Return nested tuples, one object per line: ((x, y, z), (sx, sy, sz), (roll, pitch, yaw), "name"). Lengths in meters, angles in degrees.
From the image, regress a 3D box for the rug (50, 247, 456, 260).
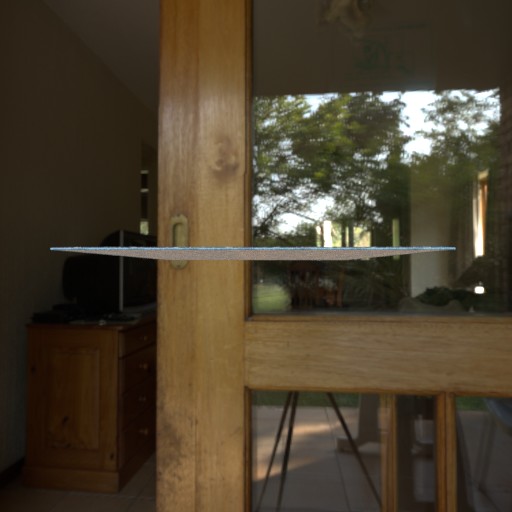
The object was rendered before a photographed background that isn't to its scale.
((0.000, 0.000, 2.812), (1.567, 0.014, 2.207), (0, -2, 1), "rug")
